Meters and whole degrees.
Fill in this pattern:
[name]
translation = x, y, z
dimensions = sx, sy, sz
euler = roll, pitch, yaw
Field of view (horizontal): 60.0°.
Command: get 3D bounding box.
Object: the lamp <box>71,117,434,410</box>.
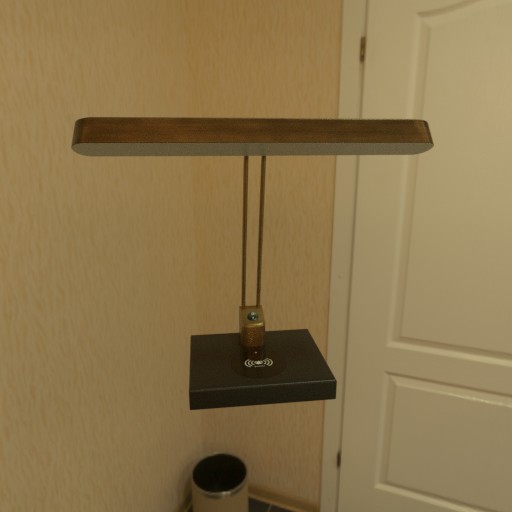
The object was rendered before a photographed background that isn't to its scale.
[lamp]
translation = 0.000, 0.000, 0.584
dimensions = 0.412, 0.345, 0.156
euler = -2, 16, -7
